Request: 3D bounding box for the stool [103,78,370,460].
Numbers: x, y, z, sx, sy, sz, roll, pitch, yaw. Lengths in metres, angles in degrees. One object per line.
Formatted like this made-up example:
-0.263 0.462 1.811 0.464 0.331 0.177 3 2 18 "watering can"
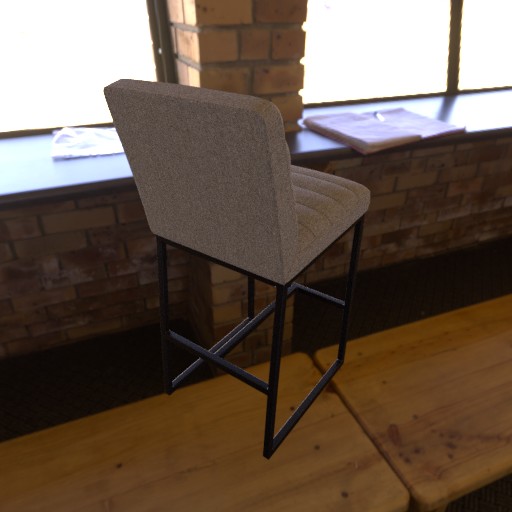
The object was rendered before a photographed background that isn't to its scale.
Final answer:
0.000 0.000 1.330 0.459 1.034 0.571 20 36 30 "stool"
